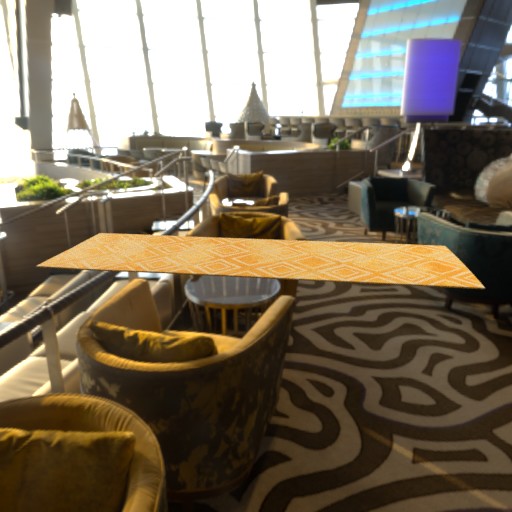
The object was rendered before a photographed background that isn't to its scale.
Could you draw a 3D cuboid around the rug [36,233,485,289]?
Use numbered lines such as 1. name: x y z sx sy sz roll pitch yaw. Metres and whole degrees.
1. rug: 0.000 0.000 2.737 2.438 0.010 0.775 2 18 8
